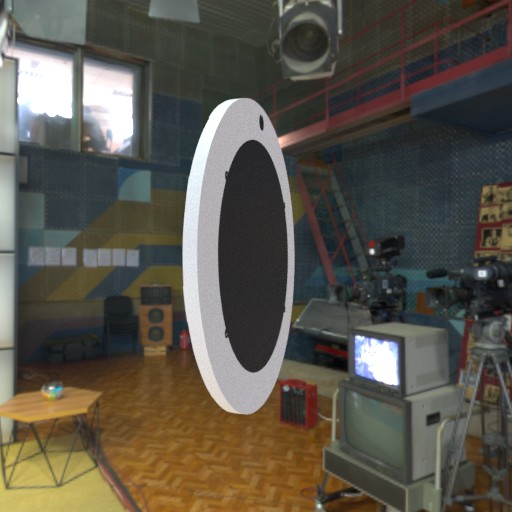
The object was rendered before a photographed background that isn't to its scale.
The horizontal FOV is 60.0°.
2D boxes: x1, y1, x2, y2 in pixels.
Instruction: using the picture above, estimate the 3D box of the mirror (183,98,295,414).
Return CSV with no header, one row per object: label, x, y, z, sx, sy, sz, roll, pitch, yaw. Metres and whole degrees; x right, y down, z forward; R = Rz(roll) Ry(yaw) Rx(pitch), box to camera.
mirror,0.000,0.000,1.359,0.038,0.914,0.914,0,-1,18
